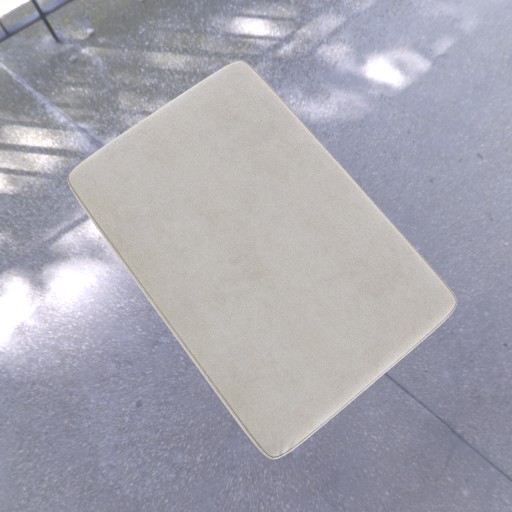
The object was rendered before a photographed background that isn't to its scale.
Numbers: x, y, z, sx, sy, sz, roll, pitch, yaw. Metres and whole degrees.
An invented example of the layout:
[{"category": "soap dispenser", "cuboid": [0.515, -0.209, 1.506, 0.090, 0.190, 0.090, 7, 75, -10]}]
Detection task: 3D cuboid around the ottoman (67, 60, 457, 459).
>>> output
[{"category": "ottoman", "cuboid": [0.000, 0.000, 1.229, 0.584, 0.483, 0.864, -37, 79, -8]}]
